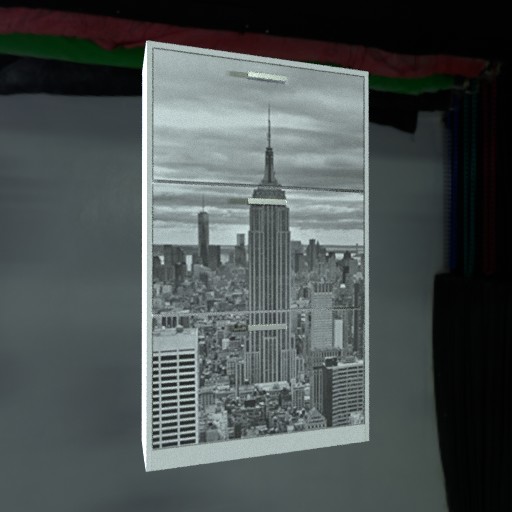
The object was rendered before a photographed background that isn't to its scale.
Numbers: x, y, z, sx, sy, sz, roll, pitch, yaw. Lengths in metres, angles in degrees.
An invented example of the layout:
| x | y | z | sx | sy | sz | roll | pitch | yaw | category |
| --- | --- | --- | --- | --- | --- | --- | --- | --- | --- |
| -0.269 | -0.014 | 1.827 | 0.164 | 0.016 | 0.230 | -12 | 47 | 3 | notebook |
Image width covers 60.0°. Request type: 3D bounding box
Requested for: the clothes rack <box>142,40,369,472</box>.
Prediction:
| x | y | z | sx | sy | sz | roll | pitch | yaw | category |
| --- | --- | --- | --- | --- | --- | --- | --- | --- | --- |
| 0.000 | 0.000 | 1.532 | 0.750 | 1.280 | 0.250 | 0 | 0 | -17 | clothes rack |
